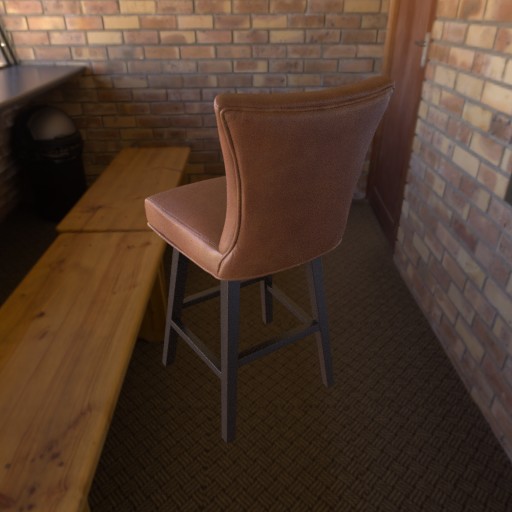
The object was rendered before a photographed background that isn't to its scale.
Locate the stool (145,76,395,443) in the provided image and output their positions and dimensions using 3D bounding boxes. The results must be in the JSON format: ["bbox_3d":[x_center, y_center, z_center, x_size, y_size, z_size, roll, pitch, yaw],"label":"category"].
[{"bbox_3d":[0.000,0.000,1.421,0.522,1.094,0.585,-18,34,-29],"label":"stool"}]
